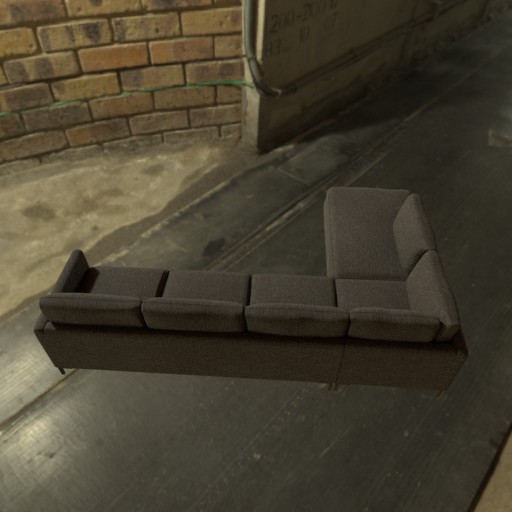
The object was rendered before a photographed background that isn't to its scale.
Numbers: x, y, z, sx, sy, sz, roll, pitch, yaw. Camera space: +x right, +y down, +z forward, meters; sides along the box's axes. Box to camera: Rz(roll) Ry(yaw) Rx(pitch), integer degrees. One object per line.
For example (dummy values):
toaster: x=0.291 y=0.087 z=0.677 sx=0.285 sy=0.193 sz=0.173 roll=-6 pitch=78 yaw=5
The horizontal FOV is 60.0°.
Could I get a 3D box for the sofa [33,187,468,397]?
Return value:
sofa: x=0.000 y=0.000 z=3.752 sx=2.949 sy=0.815 sz=2.007 roll=3 pitch=46 yaw=3
